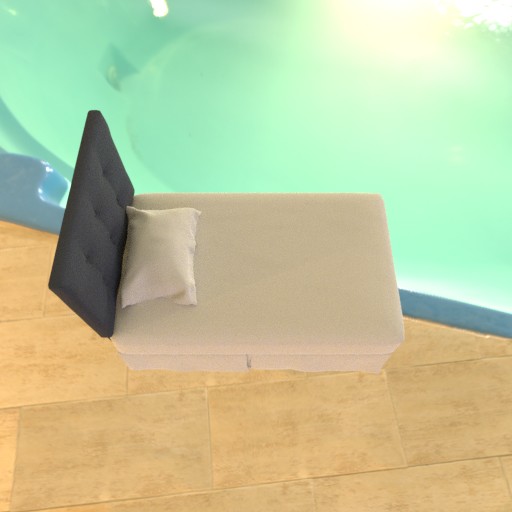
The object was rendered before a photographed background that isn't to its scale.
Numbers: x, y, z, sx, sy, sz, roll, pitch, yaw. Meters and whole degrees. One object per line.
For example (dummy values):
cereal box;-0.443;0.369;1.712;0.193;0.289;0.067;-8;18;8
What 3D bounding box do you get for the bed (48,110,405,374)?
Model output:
bed;0.000;0.000;3.027;1.997;1.571;1.261;0;63;0
